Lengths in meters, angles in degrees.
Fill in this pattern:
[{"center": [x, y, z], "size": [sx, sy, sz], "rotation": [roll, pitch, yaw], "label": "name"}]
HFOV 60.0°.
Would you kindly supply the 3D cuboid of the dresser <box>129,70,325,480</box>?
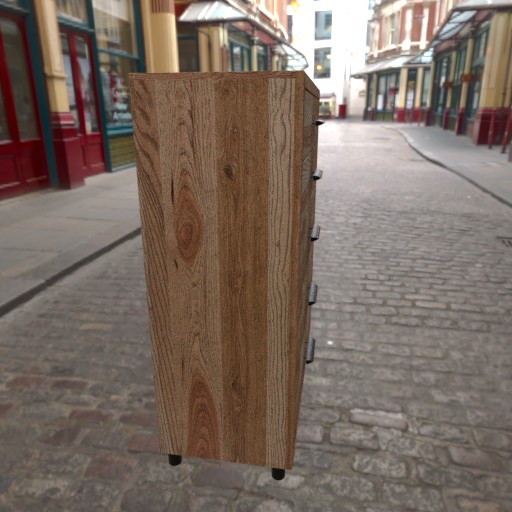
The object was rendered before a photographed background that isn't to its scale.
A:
[{"center": [0.000, 0.000, 1.716], "size": [0.480, 1.243, 0.966], "rotation": [3, 18, 10], "label": "dresser"}]
